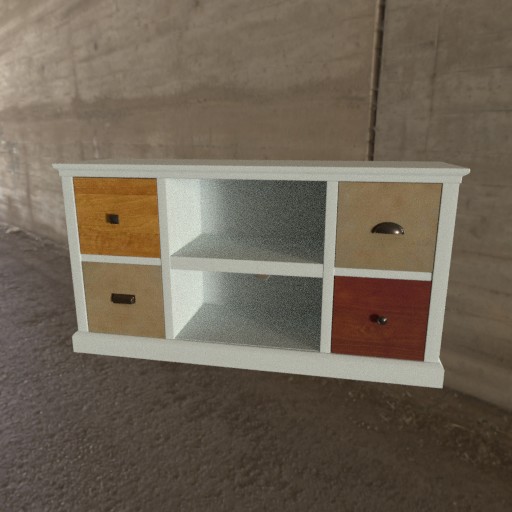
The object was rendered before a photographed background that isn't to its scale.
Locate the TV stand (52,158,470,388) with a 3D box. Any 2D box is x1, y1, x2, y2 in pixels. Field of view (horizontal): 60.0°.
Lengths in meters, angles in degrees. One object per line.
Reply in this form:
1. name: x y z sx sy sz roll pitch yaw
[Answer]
1. TV stand: 0.000 0.000 1.504 1.187 0.624 0.424 3 15 11
